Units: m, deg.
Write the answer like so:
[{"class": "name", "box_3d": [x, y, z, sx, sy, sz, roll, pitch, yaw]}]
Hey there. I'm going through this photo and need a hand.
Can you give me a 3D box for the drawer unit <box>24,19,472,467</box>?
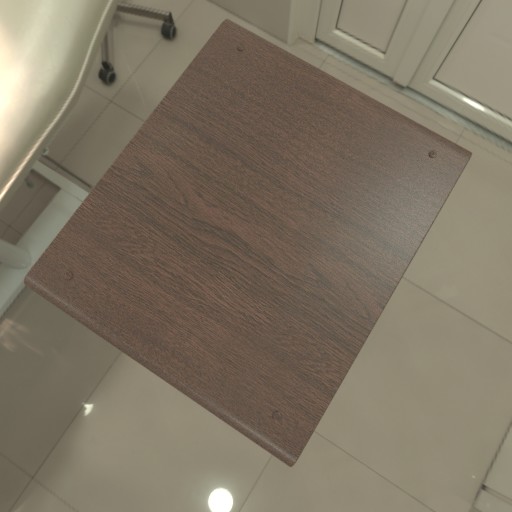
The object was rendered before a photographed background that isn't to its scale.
[{"class": "drawer unit", "box_3d": [0.000, 0.000, 0.583, 0.290, 0.344, 0.344, 32, 78, 7]}]
